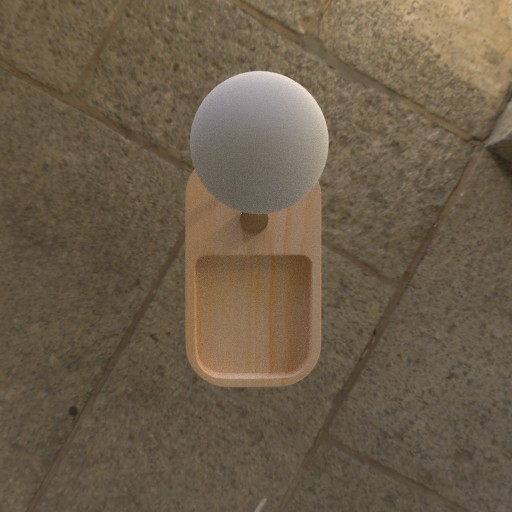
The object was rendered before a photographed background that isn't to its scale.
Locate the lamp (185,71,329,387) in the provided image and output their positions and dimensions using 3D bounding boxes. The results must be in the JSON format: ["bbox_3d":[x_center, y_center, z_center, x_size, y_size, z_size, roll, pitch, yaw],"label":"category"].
[{"bbox_3d":[0.000,0.000,0.469,0.173,0.253,0.331,0,90,-2],"label":"lamp"}]
